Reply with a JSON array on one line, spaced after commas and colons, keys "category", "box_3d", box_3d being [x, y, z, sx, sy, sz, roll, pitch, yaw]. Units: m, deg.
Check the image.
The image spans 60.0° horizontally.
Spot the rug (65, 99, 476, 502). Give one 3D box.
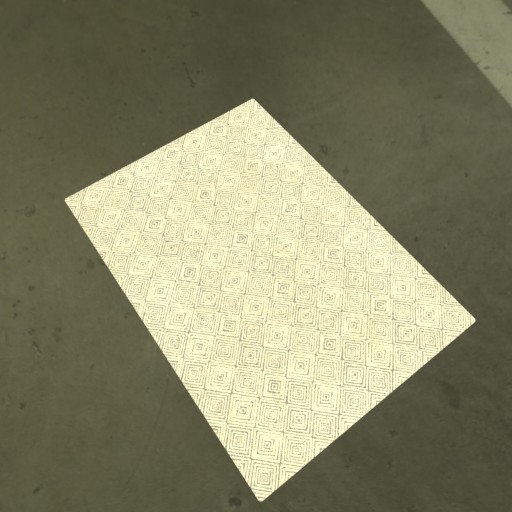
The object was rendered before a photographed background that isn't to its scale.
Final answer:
[{"category": "rug", "box_3d": [0.000, 0.000, 2.820, 1.593, 0.008, 2.238, -33, 68, -16]}]
